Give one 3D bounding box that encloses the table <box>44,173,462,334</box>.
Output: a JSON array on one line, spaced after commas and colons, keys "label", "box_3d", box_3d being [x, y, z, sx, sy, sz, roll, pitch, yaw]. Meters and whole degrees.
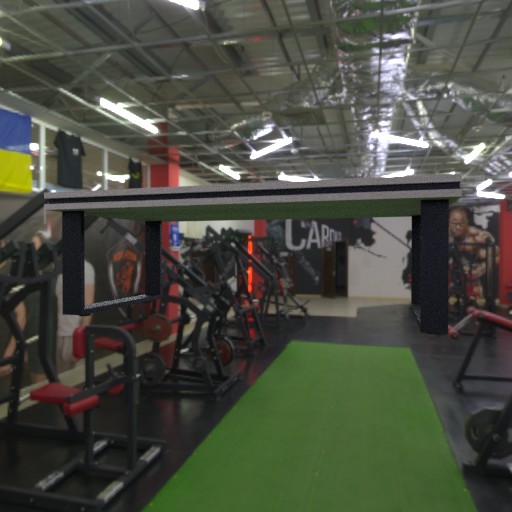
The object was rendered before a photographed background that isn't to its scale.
[{"label": "table", "box_3d": [0.000, 0.000, 1.706, 1.350, 0.450, 0.700, 0, 1, 17]}]
